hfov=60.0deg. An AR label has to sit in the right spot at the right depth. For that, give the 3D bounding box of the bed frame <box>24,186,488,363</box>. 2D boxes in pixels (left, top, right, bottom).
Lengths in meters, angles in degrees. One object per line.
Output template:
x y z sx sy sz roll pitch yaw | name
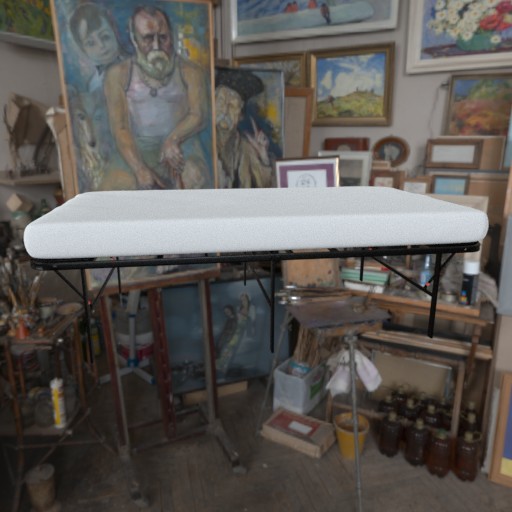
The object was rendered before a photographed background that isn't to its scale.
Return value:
0.000 0.000 2.282 1.903 0.619 0.989 -2 15 -9 | bed frame
